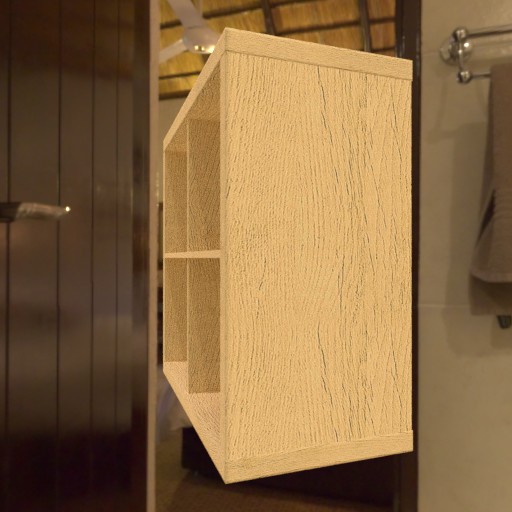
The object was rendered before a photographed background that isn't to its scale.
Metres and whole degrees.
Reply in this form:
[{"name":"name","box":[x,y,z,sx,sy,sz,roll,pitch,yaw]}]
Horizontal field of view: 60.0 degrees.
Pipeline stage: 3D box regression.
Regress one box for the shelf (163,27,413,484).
[{"name":"shelf","box":[0.000,0.000,1.200,0.390,0.786,0.790,0,0,-19]}]
